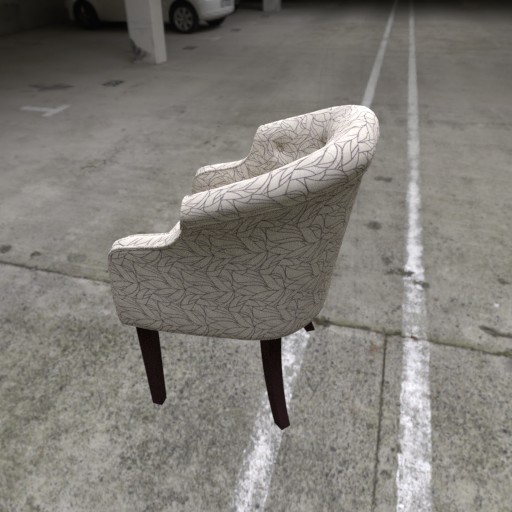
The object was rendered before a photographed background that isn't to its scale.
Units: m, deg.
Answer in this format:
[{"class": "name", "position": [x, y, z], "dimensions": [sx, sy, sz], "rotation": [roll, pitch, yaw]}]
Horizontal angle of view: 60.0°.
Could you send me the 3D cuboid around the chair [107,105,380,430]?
[{"class": "chair", "position": [0.000, 0.000, 1.323], "dimensions": [0.613, 0.858, 0.686], "rotation": [8, 32, 14]}]
